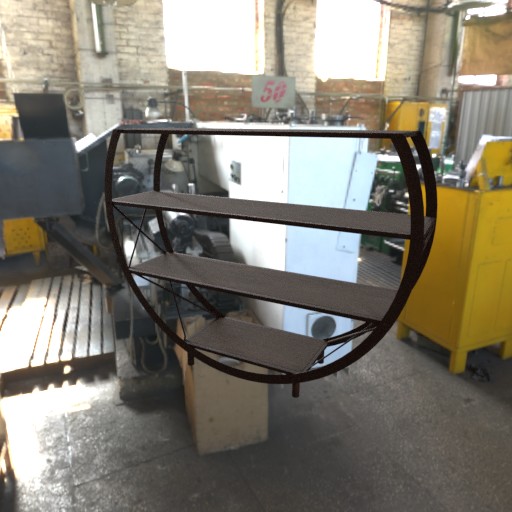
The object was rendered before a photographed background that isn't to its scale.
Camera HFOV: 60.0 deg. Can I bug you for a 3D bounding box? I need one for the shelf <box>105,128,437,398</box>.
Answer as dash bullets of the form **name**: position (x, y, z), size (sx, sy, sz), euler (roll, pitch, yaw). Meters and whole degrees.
- **shelf**: position (0.000, 0.000, 1.942), size (1.403, 1.063, 0.344), euler (9, 19, 27)
